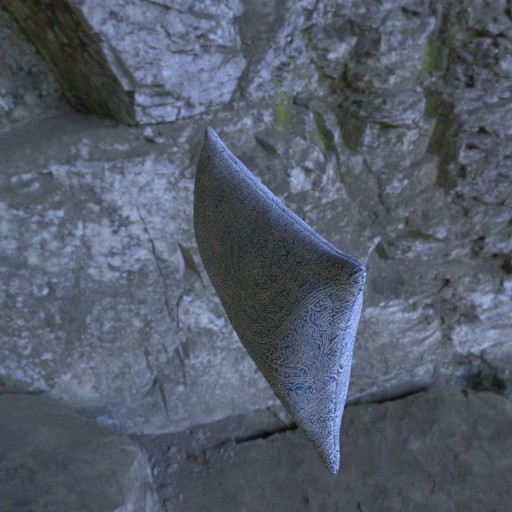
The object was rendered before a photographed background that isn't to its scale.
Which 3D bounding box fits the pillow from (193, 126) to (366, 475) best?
[{"bbox_3d":[0.000,0.000,0.727,0.151,0.295,0.615,-9,30,-16],"label":"pillow"}]
